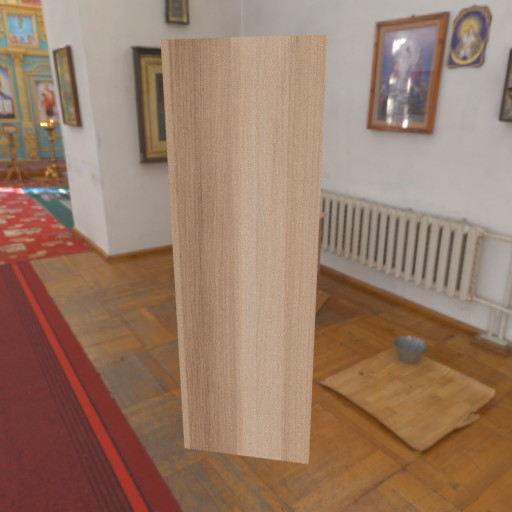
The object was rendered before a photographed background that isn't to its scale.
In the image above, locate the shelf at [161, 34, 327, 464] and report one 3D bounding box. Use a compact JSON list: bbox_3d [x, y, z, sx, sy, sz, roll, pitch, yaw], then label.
[{"bbox_3d":[0.000,0.000,1.023,0.290,0.872,0.290,3,18,10],"label":"shelf"}]
